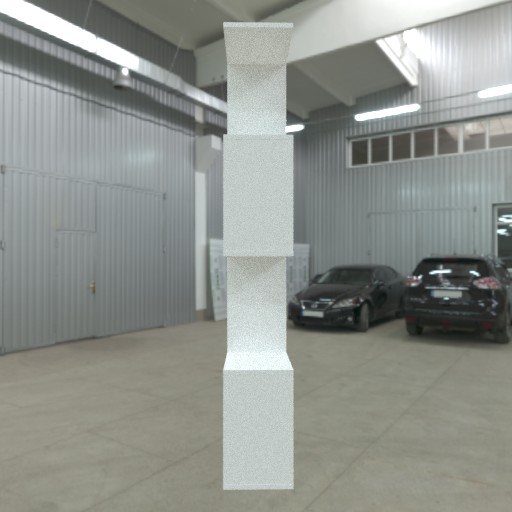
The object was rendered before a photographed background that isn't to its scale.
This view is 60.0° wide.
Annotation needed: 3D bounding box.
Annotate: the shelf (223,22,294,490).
[{"bbox_3d":[0.000,0.000,2.011,0.250,1.650,0.890,0,0,-1],"label":"shelf"}]
